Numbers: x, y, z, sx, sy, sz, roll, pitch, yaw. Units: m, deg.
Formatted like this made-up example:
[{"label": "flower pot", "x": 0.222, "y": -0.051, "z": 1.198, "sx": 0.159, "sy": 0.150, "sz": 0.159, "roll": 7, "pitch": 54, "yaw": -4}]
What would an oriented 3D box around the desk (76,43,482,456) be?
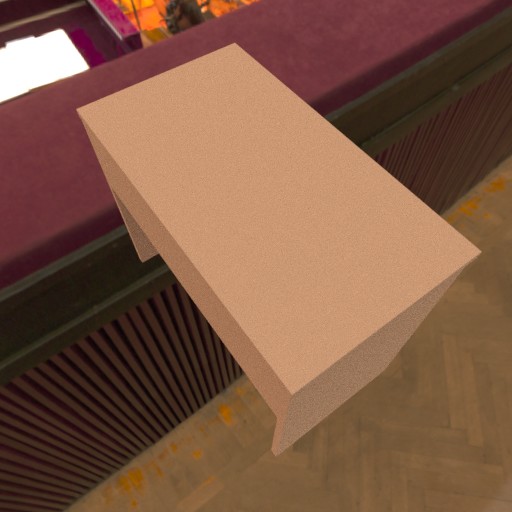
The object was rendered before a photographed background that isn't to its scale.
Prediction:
[{"label": "desk", "x": 0.000, "y": 0.000, "z": 1.338, "sx": 0.498, "sy": 0.729, "sz": 0.900, "roll": -31, "pitch": 63, "yaw": -18}]
